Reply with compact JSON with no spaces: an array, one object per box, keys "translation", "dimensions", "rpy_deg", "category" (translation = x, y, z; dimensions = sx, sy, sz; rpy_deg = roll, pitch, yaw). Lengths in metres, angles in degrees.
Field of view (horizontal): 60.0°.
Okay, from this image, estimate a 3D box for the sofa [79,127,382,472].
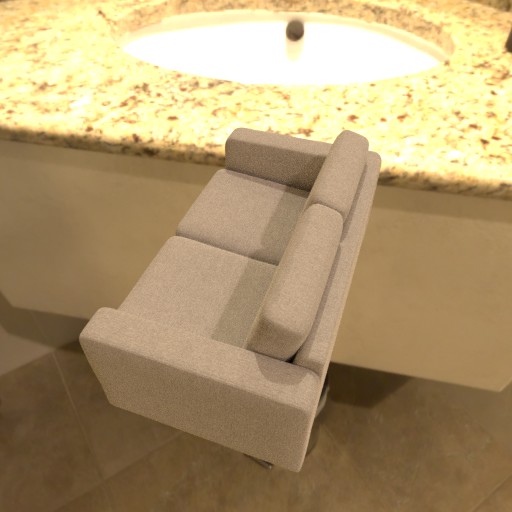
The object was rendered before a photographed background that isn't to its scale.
[{"translation":[0.000,0.000,2.085],"dimensions":[0.900,0.800,1.540],"rpy_deg":[14,47,14],"category":"sofa"}]
